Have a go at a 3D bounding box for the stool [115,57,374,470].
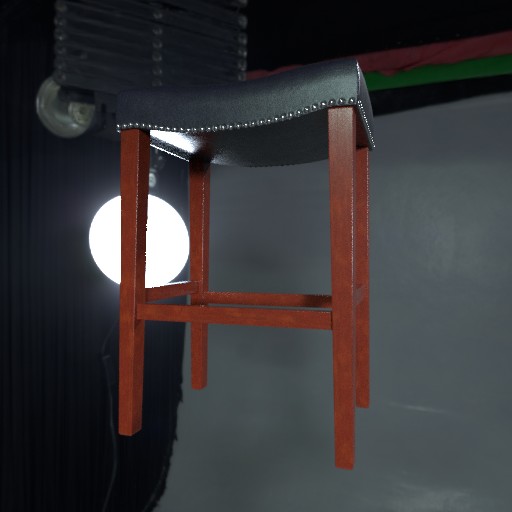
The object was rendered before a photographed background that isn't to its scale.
[{"bbox_3d":[0.000,0.000,1.013,0.504,0.742,0.372,0,0,19],"label":"stool"}]
